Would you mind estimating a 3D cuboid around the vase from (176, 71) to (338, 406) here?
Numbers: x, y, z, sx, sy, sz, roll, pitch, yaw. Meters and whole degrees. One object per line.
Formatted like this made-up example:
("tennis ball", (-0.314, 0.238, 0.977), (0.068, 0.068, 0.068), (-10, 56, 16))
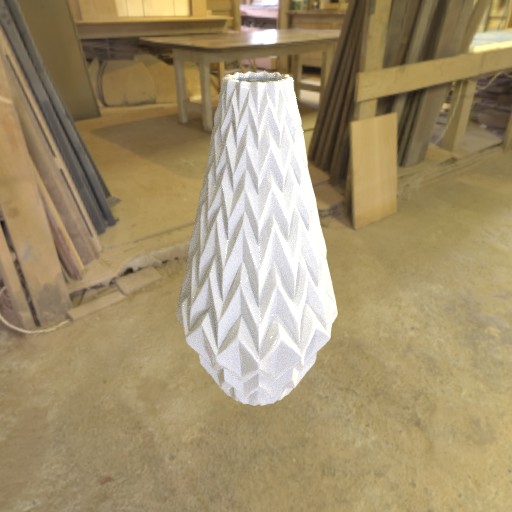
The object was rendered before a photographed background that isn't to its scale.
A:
("vase", (0.000, 0.000, 0.432), (0.167, 0.328, 0.167), (0, 31, 0))
